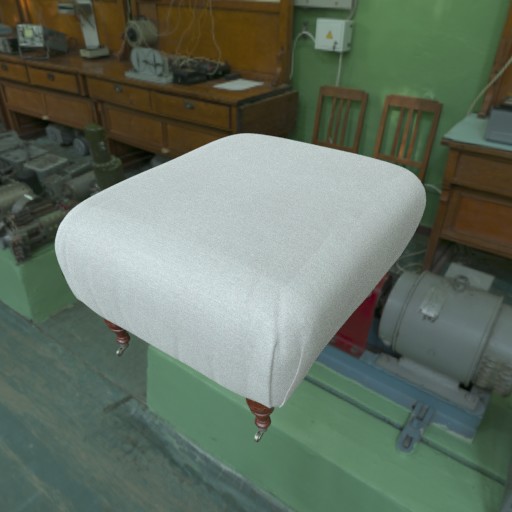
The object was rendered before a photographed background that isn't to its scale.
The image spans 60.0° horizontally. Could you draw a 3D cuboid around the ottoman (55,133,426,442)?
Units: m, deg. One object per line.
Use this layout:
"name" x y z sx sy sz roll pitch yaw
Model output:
"ottoman" 0.000 0.000 1.138 0.639 0.450 0.746 21 39 28
